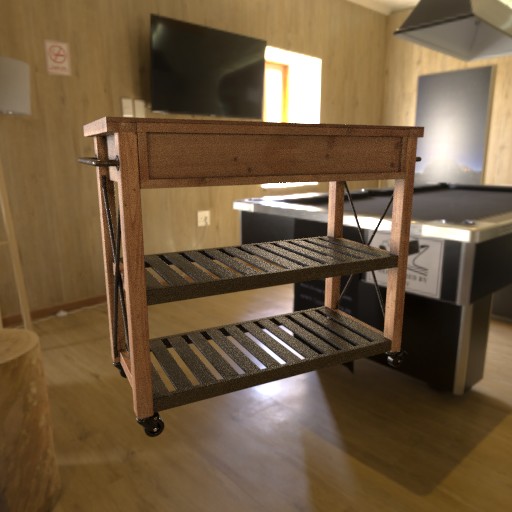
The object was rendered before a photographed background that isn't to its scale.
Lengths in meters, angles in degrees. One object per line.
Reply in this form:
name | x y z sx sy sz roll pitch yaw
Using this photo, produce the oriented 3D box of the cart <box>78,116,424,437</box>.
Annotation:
cart | 0.000 0.000 0.985 0.686 0.554 0.298 -7 15 -26
